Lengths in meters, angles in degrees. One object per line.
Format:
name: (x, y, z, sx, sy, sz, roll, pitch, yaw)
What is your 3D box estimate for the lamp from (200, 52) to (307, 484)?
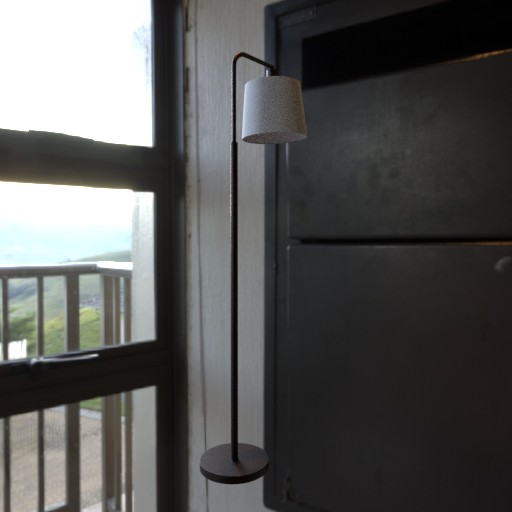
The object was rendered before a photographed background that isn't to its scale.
lamp: (0.000, 0.000, 1.653, 0.254, 1.478, 0.508, 1, 2, 36)
